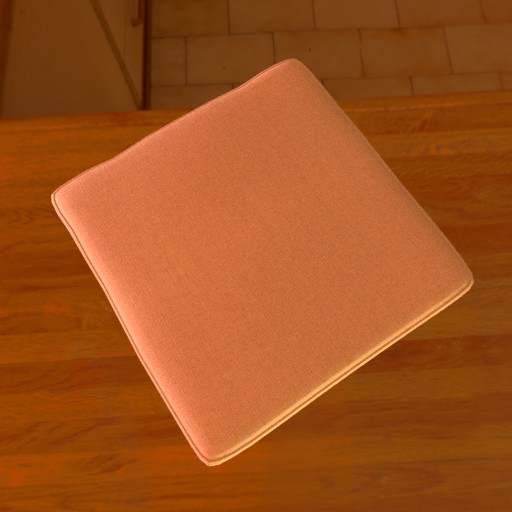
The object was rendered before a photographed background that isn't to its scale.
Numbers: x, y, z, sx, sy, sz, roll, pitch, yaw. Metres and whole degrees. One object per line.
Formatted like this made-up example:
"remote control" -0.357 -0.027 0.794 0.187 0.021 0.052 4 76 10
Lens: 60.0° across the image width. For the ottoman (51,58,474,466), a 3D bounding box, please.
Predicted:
"ottoman" 0.000 0.000 1.342 0.838 0.503 0.838 -32 77 -8
